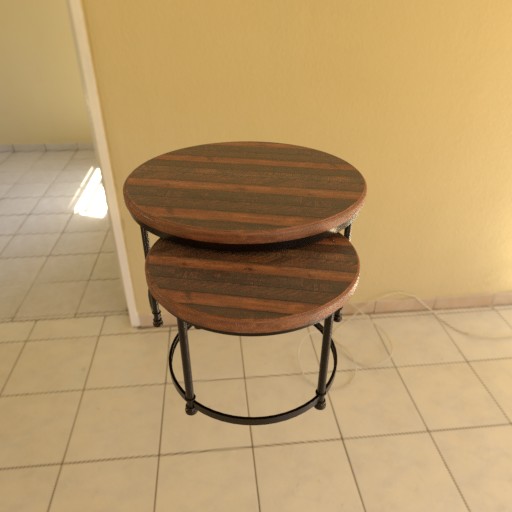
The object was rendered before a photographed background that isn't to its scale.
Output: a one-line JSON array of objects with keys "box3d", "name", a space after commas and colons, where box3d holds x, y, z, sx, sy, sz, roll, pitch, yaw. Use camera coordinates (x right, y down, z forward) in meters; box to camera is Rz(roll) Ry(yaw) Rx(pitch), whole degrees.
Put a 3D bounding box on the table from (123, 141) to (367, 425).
[{"box3d": [0.000, 0.000, 1.634, 0.870, 0.516, 1.152, -8, 32, -13], "name": "table"}]
